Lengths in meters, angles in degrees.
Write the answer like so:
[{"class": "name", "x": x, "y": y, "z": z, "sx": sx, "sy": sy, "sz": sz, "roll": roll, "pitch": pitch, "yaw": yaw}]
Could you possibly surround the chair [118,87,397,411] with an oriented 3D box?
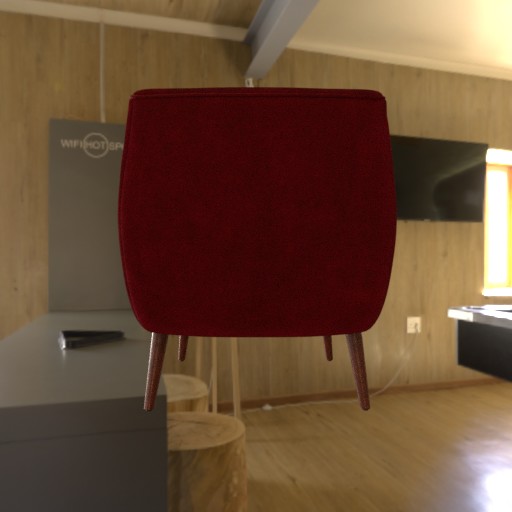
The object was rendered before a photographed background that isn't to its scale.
[{"class": "chair", "x": 0.000, "y": 0.000, "z": 1.439, "sx": 0.762, "sy": 0.838, "sz": 0.787, "roll": 0, "pitch": 0, "yaw": 0}]
